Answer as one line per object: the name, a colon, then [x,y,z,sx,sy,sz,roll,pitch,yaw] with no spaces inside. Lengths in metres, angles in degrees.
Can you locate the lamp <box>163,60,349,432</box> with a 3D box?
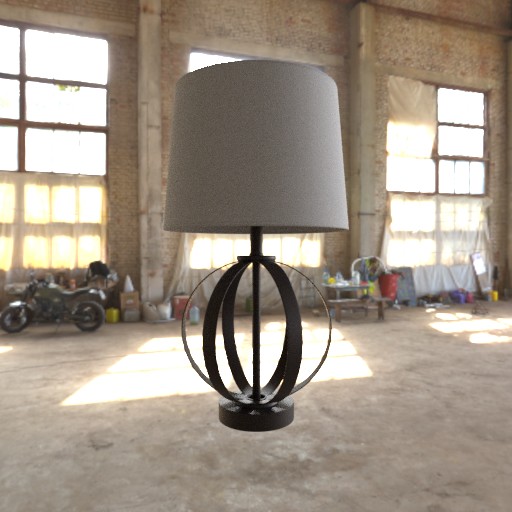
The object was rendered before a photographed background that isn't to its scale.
lamp: [0.000,0.000,0.700,0.286,0.510,0.286,0,1,0]
